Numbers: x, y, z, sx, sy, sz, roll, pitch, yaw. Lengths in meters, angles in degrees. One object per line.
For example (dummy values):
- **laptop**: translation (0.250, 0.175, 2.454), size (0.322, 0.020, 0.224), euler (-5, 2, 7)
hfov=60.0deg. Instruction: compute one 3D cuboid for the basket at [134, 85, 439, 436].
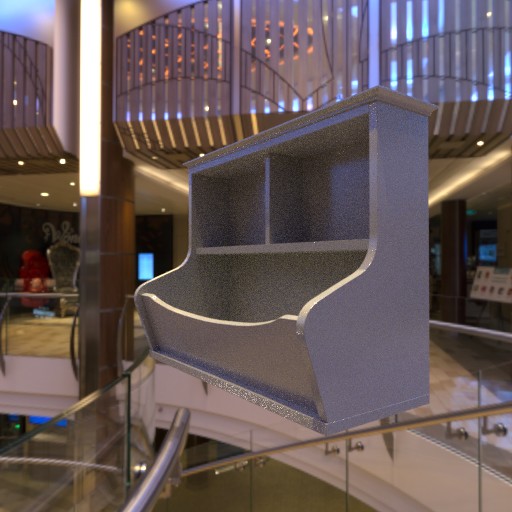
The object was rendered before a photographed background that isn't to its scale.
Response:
- **basket**: translation (0.000, 0.000, 1.107), size (0.350, 0.600, 0.780), euler (1, -1, -36)
